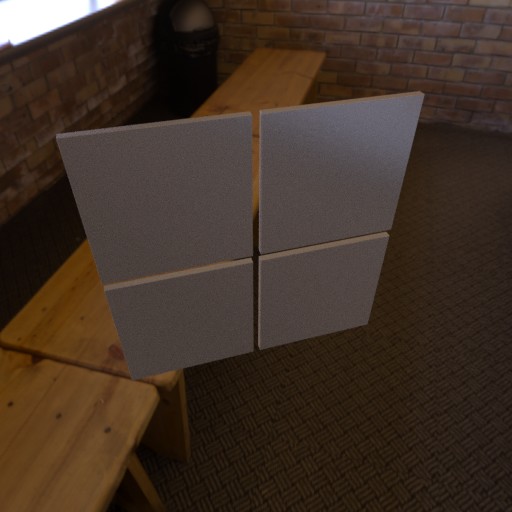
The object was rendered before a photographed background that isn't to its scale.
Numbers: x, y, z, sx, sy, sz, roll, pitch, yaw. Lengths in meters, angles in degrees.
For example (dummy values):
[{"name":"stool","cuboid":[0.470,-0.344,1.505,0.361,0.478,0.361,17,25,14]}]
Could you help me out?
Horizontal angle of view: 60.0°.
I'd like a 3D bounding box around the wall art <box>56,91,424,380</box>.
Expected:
[{"name":"wall art","cuboid":[0.000,0.000,1.675,1.118,1.118,0.029,-11,42,-12]}]
